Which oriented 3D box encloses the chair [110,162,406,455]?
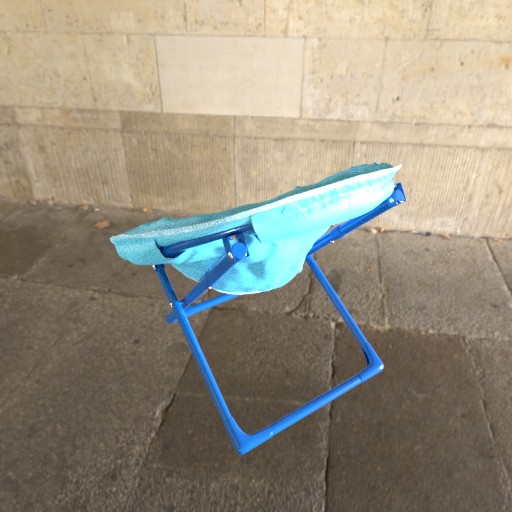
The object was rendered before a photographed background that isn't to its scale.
[{"bbox_3d":[0.000,0.000,0.880,0.520,0.478,0.465,-20,37,-28],"label":"chair"}]
